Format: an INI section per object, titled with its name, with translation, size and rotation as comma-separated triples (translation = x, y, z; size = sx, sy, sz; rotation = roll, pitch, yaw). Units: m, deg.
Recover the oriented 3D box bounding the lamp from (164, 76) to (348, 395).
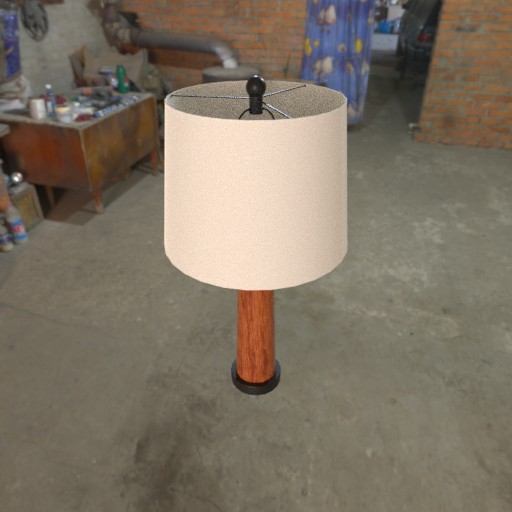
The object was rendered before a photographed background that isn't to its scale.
[lamp]
translation = 0.000, 0.000, 0.875
size = 0.349, 0.667, 0.349
rotation = 0, 31, 0
